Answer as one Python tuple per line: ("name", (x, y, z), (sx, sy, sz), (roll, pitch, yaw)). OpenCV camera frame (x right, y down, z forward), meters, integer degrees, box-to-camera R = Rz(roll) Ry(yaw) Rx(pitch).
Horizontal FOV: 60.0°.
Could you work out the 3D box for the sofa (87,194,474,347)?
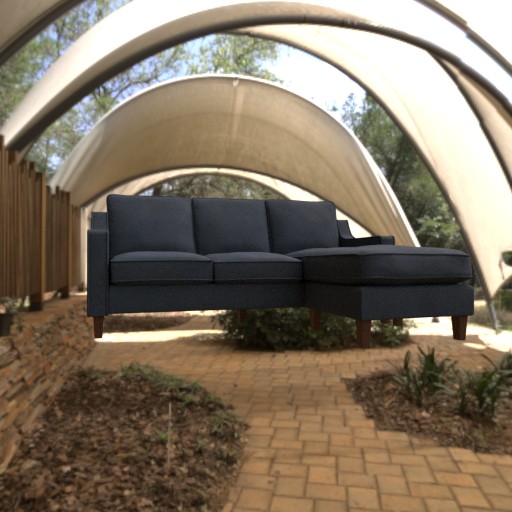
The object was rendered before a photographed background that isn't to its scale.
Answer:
("sofa", (0.000, 0.000, 3.251), (2.317, 1.066, 1.858), (0, -1, -18))
